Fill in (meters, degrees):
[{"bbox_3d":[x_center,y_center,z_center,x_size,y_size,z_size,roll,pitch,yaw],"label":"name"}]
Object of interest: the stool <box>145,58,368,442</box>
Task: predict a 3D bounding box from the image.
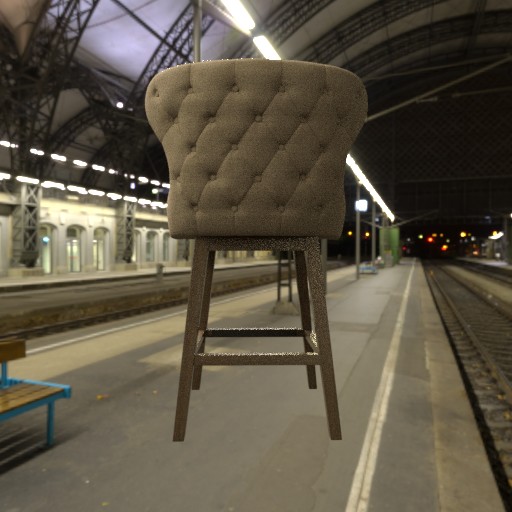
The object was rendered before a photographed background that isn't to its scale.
[{"bbox_3d":[0.000,0.000,1.358,0.615,0.972,0.597,0,1,-1],"label":"stool"}]
